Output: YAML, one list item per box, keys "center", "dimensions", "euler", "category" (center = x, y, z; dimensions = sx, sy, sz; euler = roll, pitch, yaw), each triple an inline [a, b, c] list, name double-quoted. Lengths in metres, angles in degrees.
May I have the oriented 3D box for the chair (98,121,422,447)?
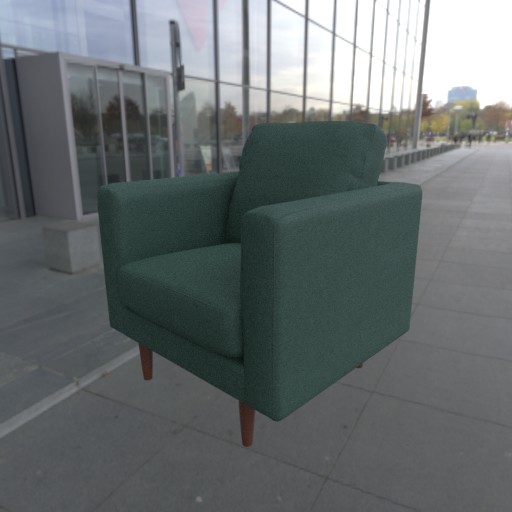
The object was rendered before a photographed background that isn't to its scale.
- center: [0.000, 0.000, 1.578]
  dimensions: [0.855, 0.927, 0.800]
  euler: [14, 21, 42]
  category: "chair"
